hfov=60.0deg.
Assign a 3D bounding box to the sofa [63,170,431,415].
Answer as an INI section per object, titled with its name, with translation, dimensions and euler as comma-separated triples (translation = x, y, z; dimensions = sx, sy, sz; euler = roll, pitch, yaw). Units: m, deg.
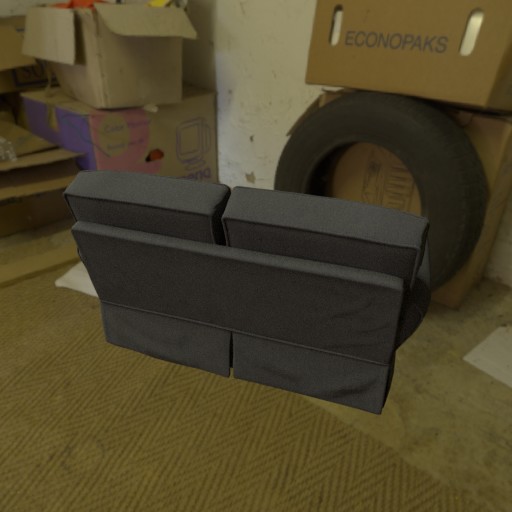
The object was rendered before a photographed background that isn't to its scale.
[sofa]
translation = 0.000, 0.000, 2.457
dimensions = 1.801, 1.059, 0.997
euler = 10, 32, 16
